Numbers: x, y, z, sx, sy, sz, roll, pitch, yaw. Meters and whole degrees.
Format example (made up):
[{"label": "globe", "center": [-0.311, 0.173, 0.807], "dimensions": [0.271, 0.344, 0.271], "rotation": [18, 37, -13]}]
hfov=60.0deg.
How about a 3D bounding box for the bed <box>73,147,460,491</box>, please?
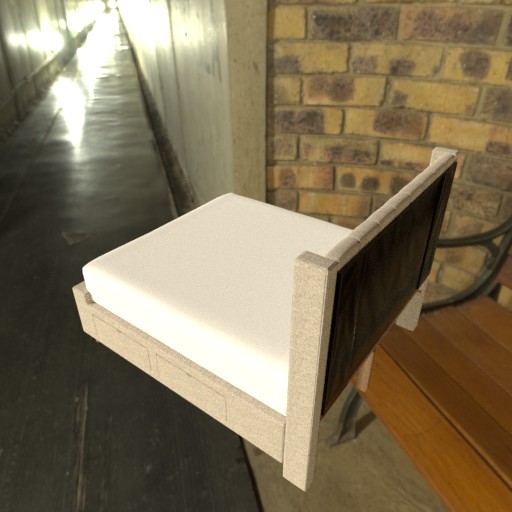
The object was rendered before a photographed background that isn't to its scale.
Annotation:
[{"label": "bed", "center": [0.000, 0.000, 3.705], "dimensions": [2.372, 1.748, 2.044], "rotation": [22, 38, 31]}]
